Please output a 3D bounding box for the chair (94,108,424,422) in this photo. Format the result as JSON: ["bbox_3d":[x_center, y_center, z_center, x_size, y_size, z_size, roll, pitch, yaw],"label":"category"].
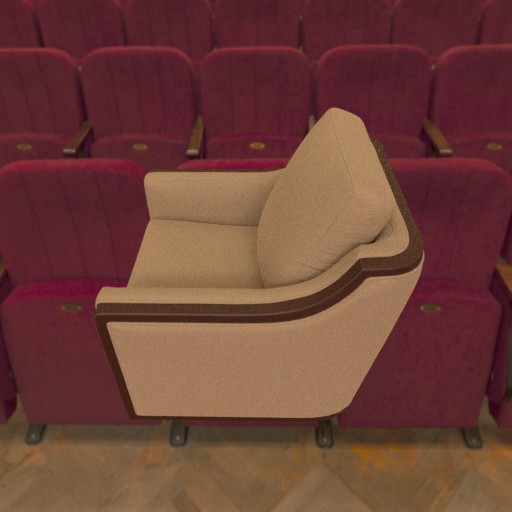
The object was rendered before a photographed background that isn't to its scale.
[{"bbox_3d":[0.000,0.000,1.660,0.950,0.930,0.870,1,40,1],"label":"chair"}]
